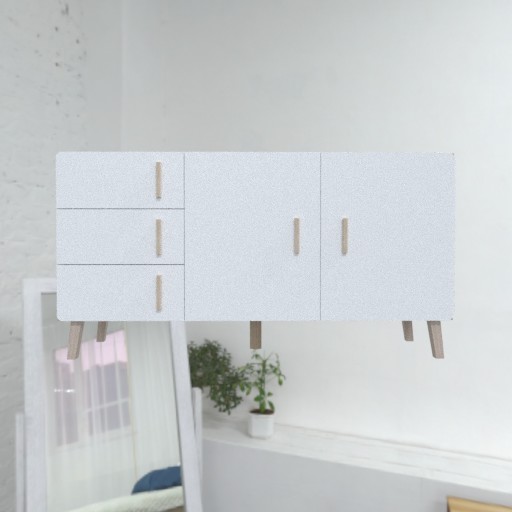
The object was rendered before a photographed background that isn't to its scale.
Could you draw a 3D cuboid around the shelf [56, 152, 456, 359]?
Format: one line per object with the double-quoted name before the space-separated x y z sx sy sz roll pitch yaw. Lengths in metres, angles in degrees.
"shelf" 0.000 0.000 1.842 1.490 0.780 0.400 0 1 -1
